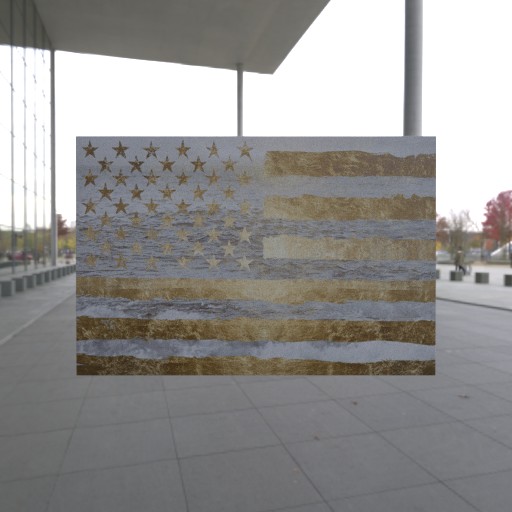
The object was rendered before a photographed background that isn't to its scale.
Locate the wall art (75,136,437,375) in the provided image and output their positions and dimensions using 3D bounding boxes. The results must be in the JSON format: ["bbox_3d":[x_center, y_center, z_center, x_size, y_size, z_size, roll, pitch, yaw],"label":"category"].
[{"bbox_3d":[0.000,0.000,1.429,1.145,0.762,0.041,0,1,0],"label":"wall art"}]
